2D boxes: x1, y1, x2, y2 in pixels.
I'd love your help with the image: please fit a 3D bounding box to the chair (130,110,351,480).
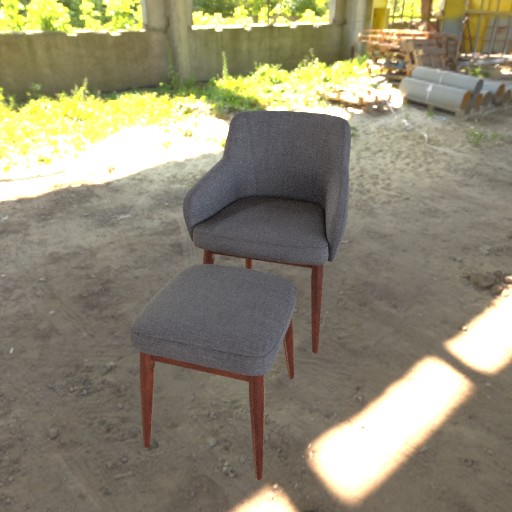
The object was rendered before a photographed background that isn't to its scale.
[{"bbox_3d":[0.000,0.000,1.551,0.584,0.799,1.107,8,29,15],"label":"chair"}]
